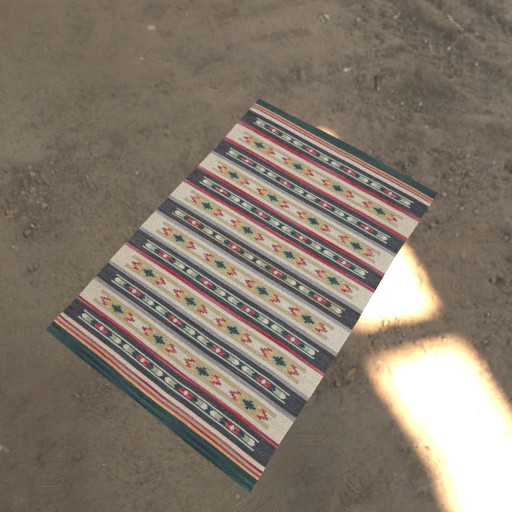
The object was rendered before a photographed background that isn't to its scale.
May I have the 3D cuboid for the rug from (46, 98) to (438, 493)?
[{"bbox_3d":[0.000,0.000,2.318,1.221,0.009,1.825,32,69,14],"label":"rug"}]
